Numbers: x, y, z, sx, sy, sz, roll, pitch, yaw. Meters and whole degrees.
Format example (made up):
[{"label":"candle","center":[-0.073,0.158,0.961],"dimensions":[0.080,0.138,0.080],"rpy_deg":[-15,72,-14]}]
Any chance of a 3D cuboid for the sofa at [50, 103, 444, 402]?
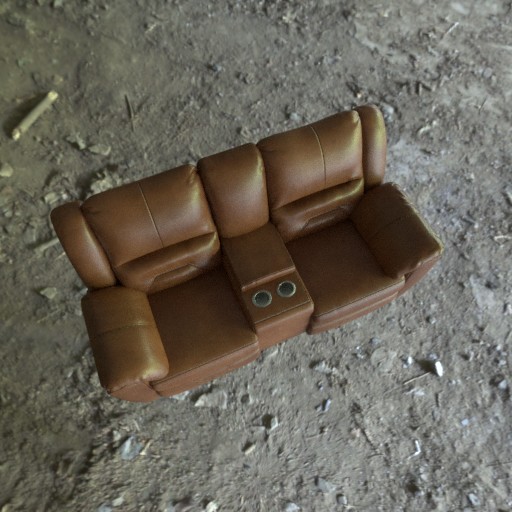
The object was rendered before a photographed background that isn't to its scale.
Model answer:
[{"label":"sofa","center":[0.000,0.000,2.661],"dimensions":[2.058,1.043,0.991],"rpy_deg":[-21,65,-10]}]
